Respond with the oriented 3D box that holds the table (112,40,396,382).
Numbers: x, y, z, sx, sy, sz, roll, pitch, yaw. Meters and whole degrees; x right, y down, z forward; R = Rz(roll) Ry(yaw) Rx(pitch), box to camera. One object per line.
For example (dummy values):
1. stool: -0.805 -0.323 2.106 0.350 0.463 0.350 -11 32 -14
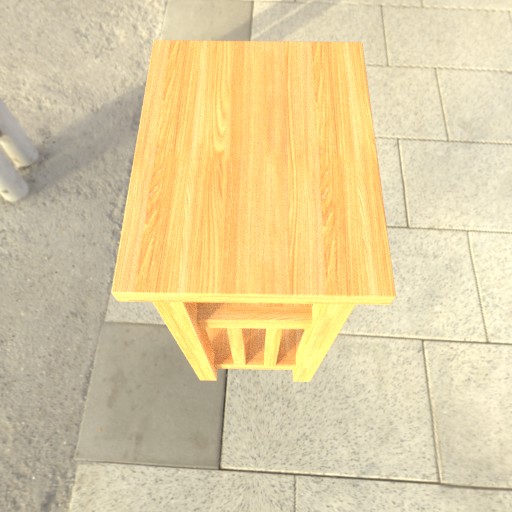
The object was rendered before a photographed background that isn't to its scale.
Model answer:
1. table: 0.000 0.000 0.742 0.270 0.550 0.350 1 64 0
